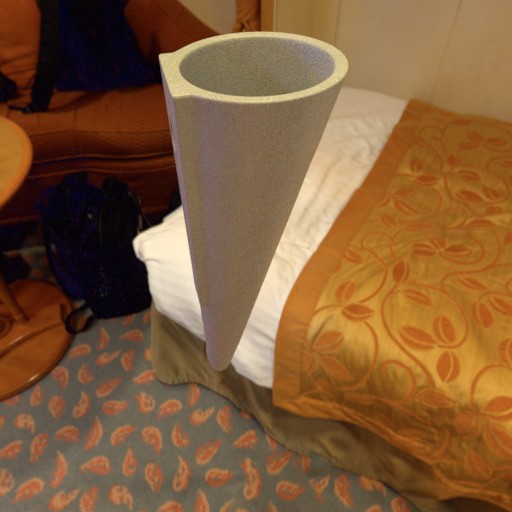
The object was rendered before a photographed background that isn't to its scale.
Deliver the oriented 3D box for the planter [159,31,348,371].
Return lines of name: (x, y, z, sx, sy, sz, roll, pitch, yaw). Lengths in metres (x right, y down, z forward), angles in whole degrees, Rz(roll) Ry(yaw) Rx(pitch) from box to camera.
planter: (0.000, 0.000, 0.221, 0.064, 0.191, 0.057, -11, 47, -11)
